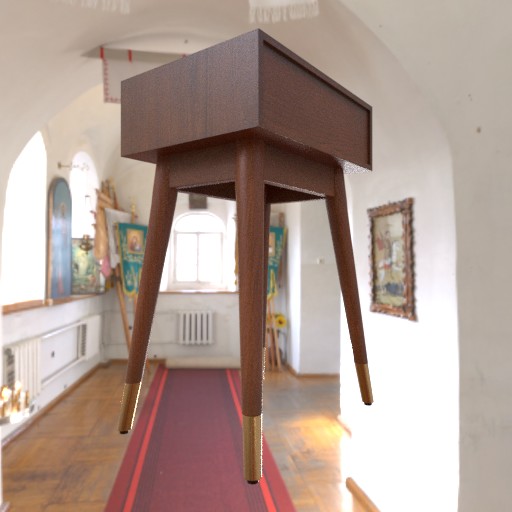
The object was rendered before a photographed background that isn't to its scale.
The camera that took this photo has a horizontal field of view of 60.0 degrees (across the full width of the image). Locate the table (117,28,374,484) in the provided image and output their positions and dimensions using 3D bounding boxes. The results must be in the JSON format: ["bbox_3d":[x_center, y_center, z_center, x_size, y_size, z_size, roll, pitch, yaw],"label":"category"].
[{"bbox_3d":[0.000,0.000,0.824,0.300,0.599,0.406,0,0,37],"label":"table"}]
